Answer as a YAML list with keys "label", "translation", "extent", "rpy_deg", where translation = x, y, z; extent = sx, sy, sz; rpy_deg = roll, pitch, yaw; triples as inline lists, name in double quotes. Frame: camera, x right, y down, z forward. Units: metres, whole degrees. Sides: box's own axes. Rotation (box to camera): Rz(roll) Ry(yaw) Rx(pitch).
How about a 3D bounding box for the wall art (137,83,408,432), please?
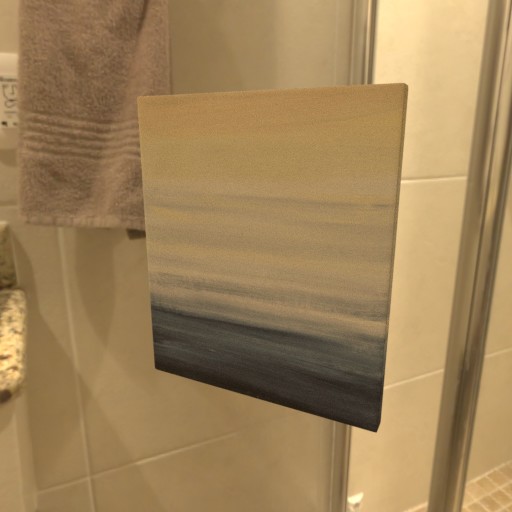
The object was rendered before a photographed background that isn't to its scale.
- label: "wall art"
  translation: [0.000, 0.000, 1.015]
  extent: [0.608, 0.710, 0.041]
  rpy_deg: [7, 17, 26]
